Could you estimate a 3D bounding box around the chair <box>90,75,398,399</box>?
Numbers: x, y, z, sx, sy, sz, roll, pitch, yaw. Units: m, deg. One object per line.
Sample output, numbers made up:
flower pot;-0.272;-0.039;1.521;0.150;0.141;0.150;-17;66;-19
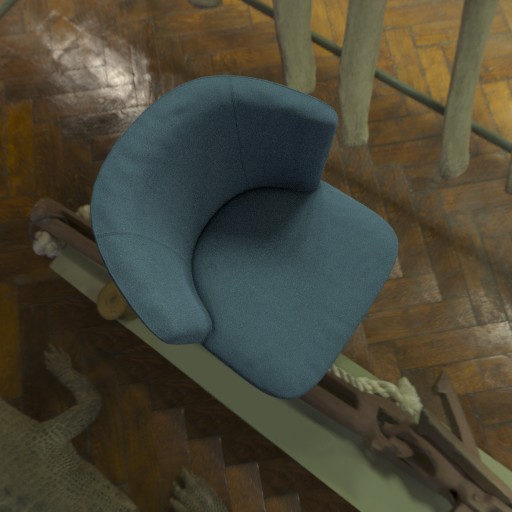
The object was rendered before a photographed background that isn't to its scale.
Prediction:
chair;0.000;0.000;1.301;0.702;0.760;0.661;35;78;8
